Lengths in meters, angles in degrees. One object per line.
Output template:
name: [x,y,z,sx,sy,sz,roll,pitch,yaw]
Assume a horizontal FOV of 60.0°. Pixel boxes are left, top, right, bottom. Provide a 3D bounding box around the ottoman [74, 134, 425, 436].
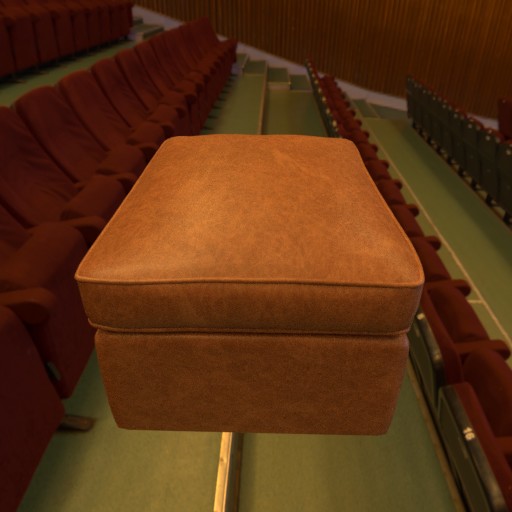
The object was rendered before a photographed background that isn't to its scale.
ottoman: [0.000,0.000,1.072,0.554,0.468,0.756,1,31,1]
